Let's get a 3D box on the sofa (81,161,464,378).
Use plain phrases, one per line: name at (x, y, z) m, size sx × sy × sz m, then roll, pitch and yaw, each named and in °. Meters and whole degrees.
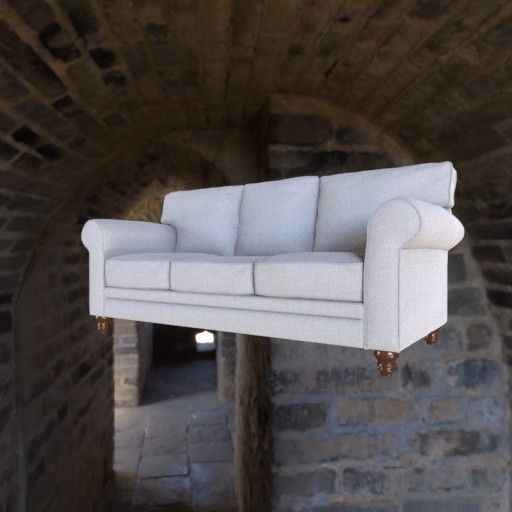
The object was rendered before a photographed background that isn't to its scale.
sofa at (0.000, 0.000, 2.558) m, size 2.084 × 0.961 × 0.916 m, roll 0°, pitch 0°, yaw 34°
